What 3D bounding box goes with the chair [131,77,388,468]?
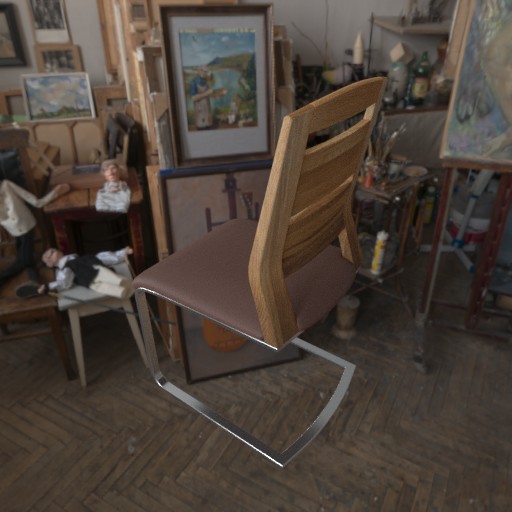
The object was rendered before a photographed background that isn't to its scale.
[{"bbox_3d":[0.000,0.000,1.237,0.570,0.970,0.460,21,38,30],"label":"chair"}]
